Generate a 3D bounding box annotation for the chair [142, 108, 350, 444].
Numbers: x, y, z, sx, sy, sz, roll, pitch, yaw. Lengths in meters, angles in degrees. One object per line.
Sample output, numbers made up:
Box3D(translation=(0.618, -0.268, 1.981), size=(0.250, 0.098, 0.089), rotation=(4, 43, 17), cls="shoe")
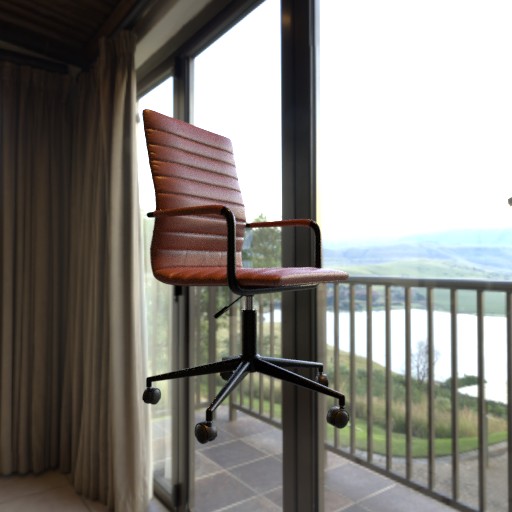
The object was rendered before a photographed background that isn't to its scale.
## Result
Box3D(translation=(0.000, 0.000, 1.301), size=(0.578, 0.878, 0.600), rotation=(-1, -1, 35), cls="chair")
